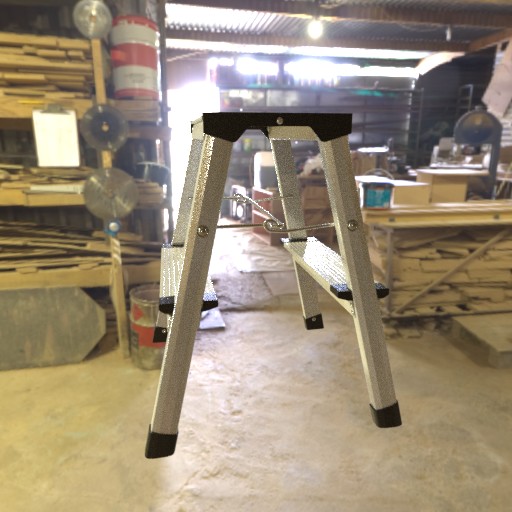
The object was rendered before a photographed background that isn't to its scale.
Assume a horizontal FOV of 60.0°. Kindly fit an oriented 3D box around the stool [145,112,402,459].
[{"bbox_3d":[0.000,0.000,0.802,0.405,0.480,0.404,-3,15,-11],"label":"stool"}]
